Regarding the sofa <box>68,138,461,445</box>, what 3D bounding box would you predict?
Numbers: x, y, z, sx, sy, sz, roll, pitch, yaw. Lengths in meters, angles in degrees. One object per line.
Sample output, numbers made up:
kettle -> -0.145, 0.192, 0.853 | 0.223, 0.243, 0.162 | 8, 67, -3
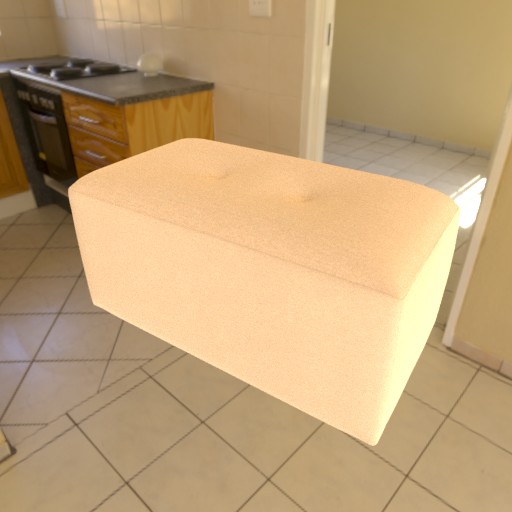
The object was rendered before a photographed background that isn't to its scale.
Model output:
sofa -> 0.000, 0.000, 1.222 | 0.930, 0.470, 0.480 | 19, 36, 28
